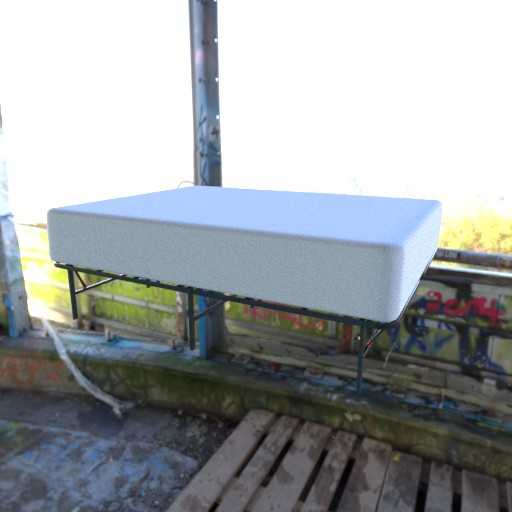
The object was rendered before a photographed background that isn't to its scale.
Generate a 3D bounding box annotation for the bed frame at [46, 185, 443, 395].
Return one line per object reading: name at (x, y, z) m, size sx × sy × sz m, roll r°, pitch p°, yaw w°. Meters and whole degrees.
bed frame at (0.000, 0.000, 2.846) m, size 2.037 × 0.677 × 1.528 m, roll 8°, pitch 17°, yaw 27°
